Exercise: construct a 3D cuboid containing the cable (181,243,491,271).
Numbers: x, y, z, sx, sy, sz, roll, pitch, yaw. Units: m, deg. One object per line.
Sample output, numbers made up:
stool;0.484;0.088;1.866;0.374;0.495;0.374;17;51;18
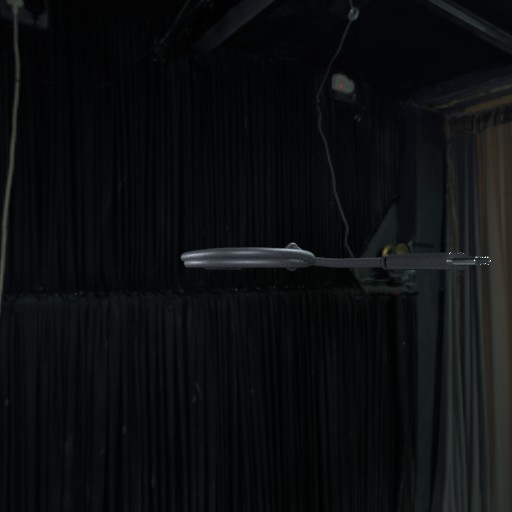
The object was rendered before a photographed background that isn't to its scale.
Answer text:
cable;0.000;0.000;0.209;0.070;0.014;0.186;1;-2;-37
